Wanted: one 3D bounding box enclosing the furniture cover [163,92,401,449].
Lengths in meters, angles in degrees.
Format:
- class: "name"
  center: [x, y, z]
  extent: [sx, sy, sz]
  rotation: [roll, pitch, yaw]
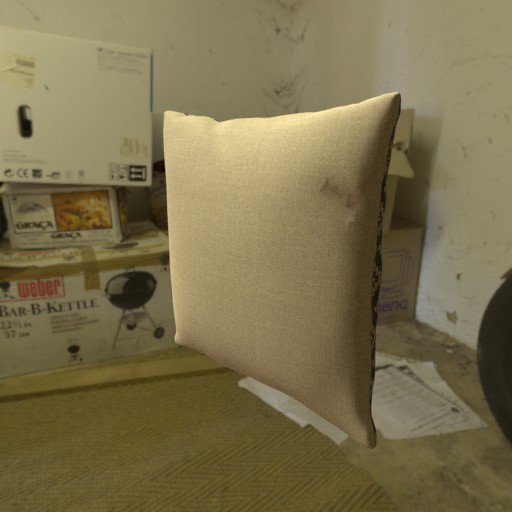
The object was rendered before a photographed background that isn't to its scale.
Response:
- class: "furniture cover"
  center: [0.000, 0.000, 0.658]
  extent: [0.139, 0.431, 0.431]
  rotation: [-14, 21, -43]
